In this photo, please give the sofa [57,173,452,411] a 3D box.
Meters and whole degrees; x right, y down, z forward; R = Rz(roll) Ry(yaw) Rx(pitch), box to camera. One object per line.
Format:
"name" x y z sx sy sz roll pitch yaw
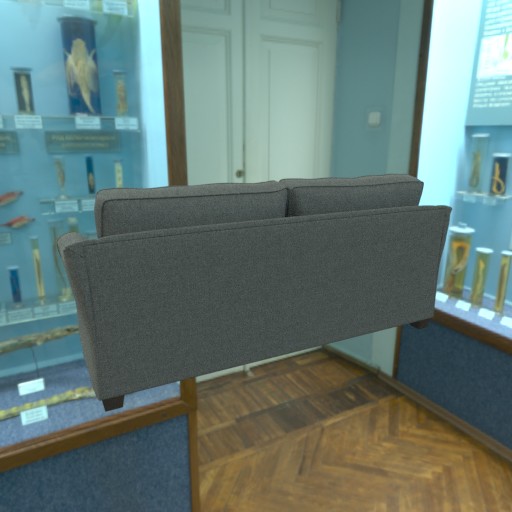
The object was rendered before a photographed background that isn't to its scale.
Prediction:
"sofa" 0.000 0.000 2.724 2.203 0.976 1.013 -8 17 -26
